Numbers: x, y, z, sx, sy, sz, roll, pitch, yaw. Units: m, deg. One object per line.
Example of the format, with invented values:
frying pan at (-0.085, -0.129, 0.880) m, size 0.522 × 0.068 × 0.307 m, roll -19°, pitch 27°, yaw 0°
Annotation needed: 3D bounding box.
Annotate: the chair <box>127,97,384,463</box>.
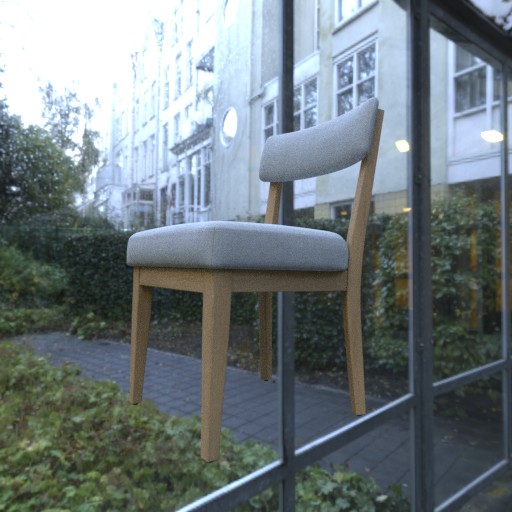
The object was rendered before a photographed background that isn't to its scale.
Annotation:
chair at (0.000, 0.000, 1.218) m, size 0.572 × 0.832 × 0.508 m, roll 0°, pitch -1°, yaw -35°
